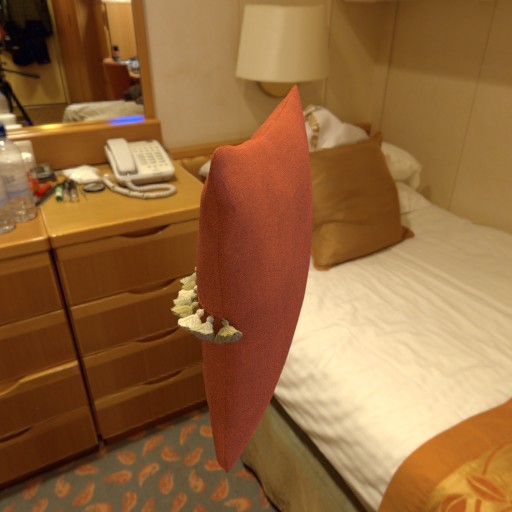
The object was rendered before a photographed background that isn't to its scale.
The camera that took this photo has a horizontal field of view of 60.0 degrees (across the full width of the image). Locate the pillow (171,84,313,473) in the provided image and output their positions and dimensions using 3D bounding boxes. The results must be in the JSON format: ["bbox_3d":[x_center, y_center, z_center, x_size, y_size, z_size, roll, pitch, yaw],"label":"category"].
[{"bbox_3d":[0.000,0.000,0.745,0.165,0.482,0.490,7,30,13],"label":"pillow"}]
